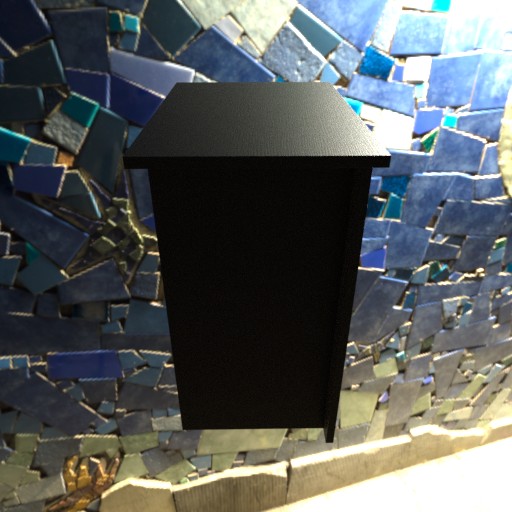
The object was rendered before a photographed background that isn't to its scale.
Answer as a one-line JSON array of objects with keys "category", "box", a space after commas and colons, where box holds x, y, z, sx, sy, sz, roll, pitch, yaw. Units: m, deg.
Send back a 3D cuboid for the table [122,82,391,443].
[{"category": "table", "box": [0.000, 0.000, 1.100, 0.408, 0.711, 0.589, 0, 31, -1]}]
